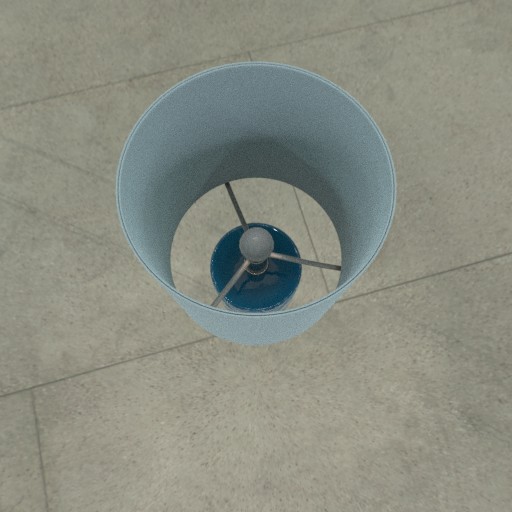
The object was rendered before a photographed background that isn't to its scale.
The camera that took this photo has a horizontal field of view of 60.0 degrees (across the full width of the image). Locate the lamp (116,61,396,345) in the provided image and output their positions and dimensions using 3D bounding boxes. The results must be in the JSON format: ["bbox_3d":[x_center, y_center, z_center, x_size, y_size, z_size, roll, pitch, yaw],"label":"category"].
[{"bbox_3d":[0.000,0.000,0.486,0.193,0.377,0.193,38,77,10],"label":"lamp"}]
